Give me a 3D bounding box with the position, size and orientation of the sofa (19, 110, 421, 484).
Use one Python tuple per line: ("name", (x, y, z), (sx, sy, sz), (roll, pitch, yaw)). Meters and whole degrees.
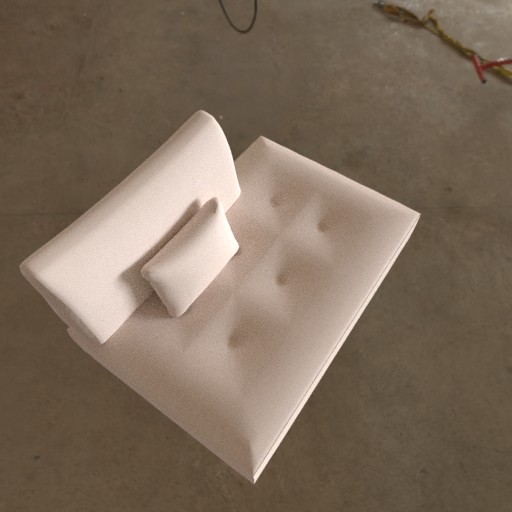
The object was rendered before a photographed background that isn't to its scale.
("sofa", (0.000, 0.000, 1.970), (1.000, 0.820, 1.450), (31, 63, 18))
